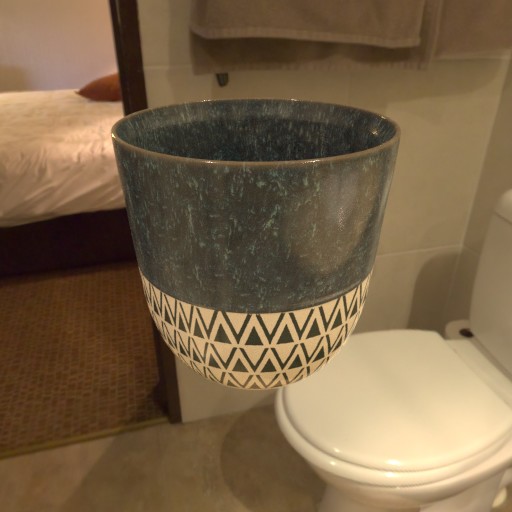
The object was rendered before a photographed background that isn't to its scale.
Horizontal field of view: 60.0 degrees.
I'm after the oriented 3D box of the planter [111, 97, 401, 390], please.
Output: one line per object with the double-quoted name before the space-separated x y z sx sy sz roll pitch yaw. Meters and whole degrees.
"planter" 0.000 0.000 0.360 0.195 0.214 0.195 0 29 0
